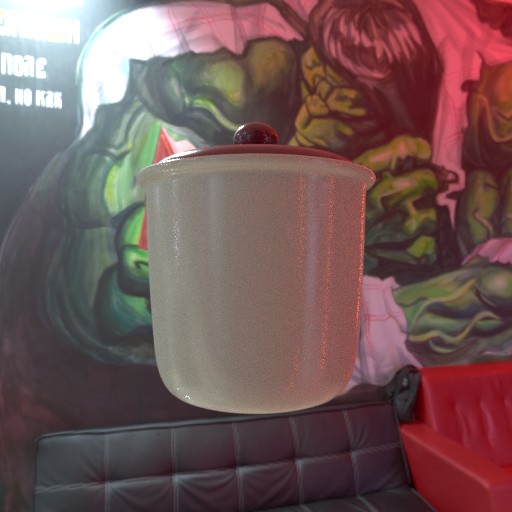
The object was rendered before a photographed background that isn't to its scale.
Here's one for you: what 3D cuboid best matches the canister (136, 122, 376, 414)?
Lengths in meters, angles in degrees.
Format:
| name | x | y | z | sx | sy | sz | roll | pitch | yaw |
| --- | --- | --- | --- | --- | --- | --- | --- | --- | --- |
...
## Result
| name | x | y | z | sx | sy | sz | roll | pitch | yaw |
| --- | --- | --- | --- | --- | --- | --- | --- | --- | --- |
| canister | 0.000 | 0.000 | 0.348 | 0.182 | 0.208 | 0.182 | 0 | -1 | 0 |
